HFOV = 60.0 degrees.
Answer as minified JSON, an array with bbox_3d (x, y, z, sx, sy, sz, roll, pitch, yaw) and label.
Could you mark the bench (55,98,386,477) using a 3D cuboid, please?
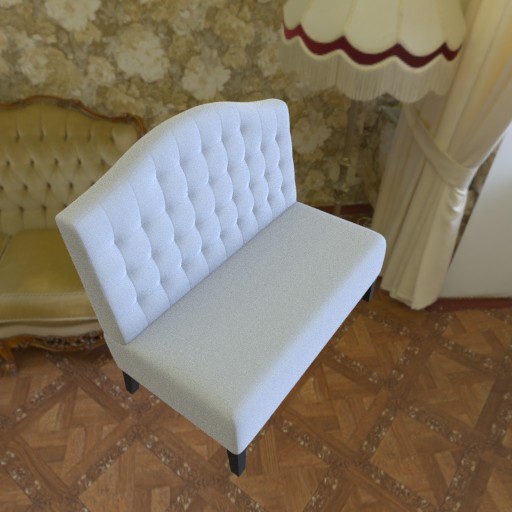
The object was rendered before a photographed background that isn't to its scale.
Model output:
[{"bbox_3d":[0.000,0.000,2.055,0.815,1.180,1.335,26,47,27],"label":"bench"}]
